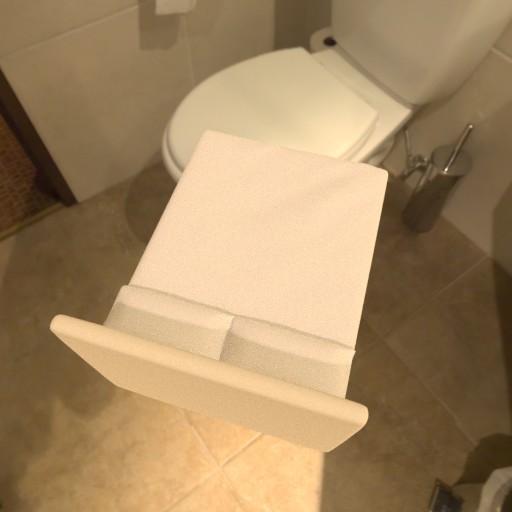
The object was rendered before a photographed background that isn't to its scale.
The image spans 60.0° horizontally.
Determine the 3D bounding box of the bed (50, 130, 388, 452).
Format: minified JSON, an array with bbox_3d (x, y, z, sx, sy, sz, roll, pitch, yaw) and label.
[{"bbox_3d":[0.000,0.000,3.200,1.714,1.330,2.147,15,62,8],"label":"bed"}]
